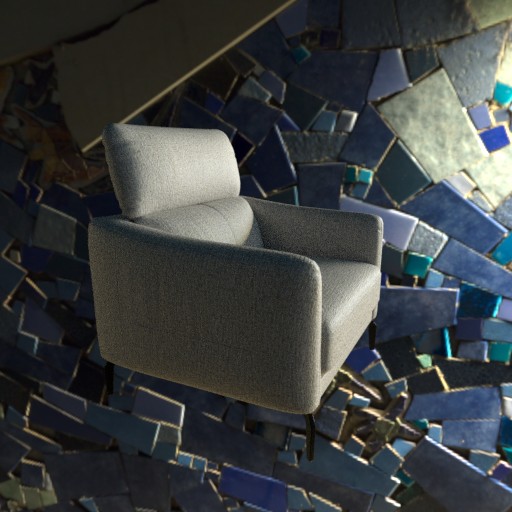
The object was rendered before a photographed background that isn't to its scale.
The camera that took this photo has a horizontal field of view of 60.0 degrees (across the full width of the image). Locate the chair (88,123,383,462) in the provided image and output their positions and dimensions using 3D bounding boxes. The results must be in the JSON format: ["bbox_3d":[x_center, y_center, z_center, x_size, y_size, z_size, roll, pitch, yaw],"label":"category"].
[{"bbox_3d":[0.000,0.000,1.705,0.835,0.967,0.972,7,16,26],"label":"chair"}]
